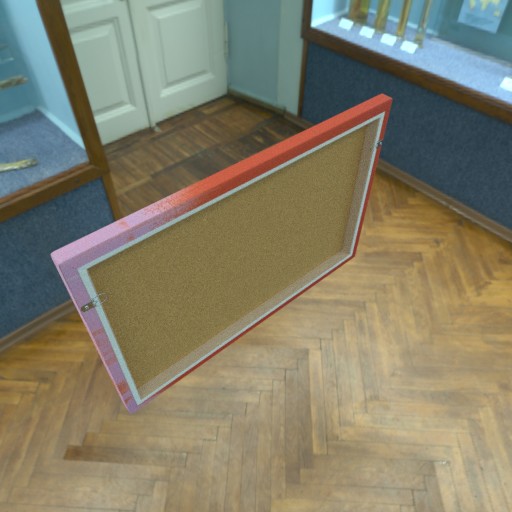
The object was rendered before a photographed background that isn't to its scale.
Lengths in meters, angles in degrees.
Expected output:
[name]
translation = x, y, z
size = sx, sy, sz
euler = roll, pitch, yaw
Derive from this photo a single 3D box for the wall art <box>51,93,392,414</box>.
[wall art]
translation = 0.000, 0.000, 1.188
size = 0.913, 0.609, 0.040
euler = -32, 54, -26
